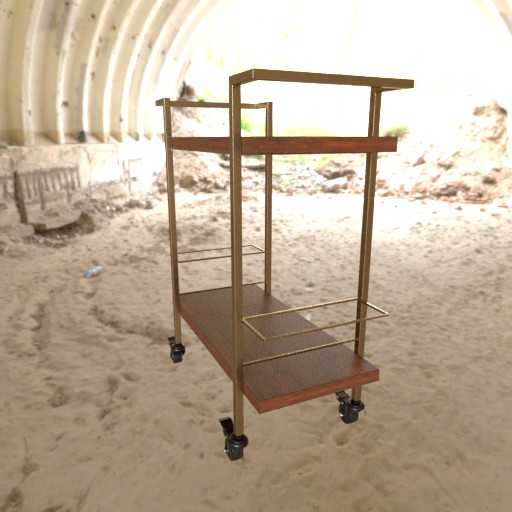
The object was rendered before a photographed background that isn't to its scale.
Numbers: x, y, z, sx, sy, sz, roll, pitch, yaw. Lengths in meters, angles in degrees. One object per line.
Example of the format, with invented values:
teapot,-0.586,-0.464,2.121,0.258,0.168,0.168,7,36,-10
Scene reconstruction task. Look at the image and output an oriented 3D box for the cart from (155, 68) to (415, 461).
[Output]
cart,0.000,0.000,1.158,0.364,0.807,0.695,-7,16,-24
